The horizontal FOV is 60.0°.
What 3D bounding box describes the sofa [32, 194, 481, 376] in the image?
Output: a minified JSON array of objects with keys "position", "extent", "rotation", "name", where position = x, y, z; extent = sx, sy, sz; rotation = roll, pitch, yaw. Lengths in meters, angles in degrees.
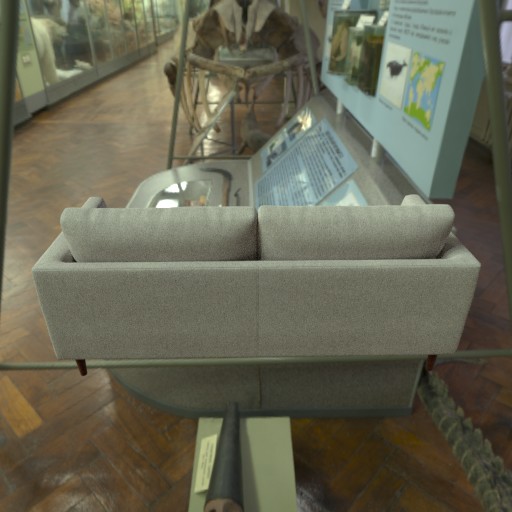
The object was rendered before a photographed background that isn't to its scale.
[{"position":[0.000,0.000,2.428],"extent":[1.948,0.868,1.020],"rotation":[-1,29,-1],"name":"sofa"}]
